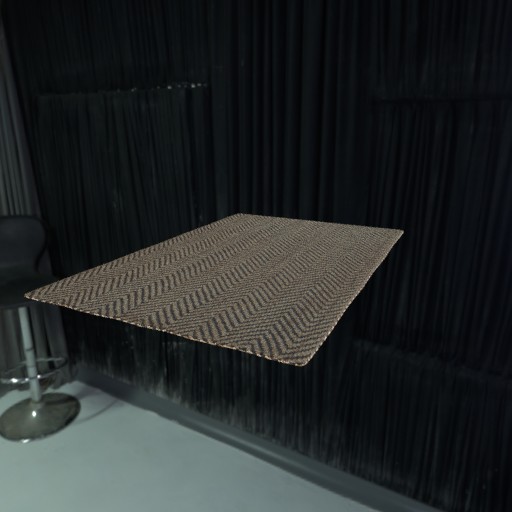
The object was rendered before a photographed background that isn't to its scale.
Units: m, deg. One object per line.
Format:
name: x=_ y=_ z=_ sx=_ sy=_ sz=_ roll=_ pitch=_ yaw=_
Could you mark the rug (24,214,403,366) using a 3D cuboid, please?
rug: x=0.000 y=0.000 z=2.320 sx=1.219 sy=0.008 sz=1.828 roll=8 pitch=19 yaw=25
